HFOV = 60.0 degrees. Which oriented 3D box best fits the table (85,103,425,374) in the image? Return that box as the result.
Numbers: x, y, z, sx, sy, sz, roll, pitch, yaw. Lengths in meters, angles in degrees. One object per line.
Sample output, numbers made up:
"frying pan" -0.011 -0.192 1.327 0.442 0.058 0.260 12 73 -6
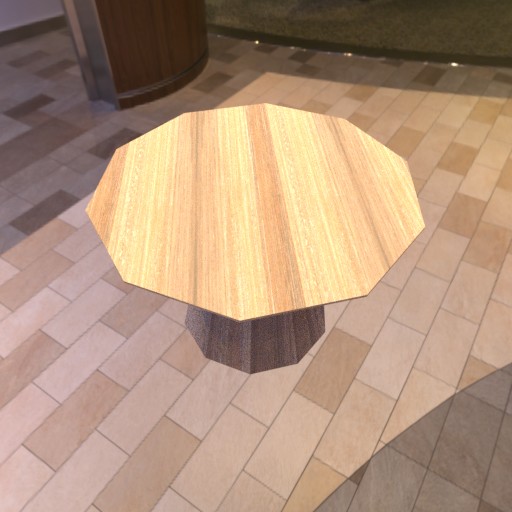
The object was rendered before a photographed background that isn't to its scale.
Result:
"table" 0.000 0.000 1.867 1.186 0.752 1.186 0 47 0
